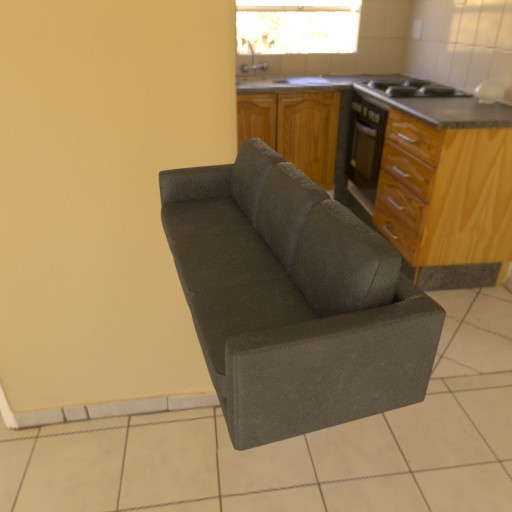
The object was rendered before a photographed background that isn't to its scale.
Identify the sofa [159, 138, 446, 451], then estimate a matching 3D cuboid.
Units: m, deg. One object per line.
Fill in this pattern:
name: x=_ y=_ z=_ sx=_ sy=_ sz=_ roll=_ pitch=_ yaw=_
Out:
sofa: x=0.000 y=0.000 z=2.513 sx=0.879 sy=0.899 sz=2.029 roll=-9 pitch=30 yaw=-15
